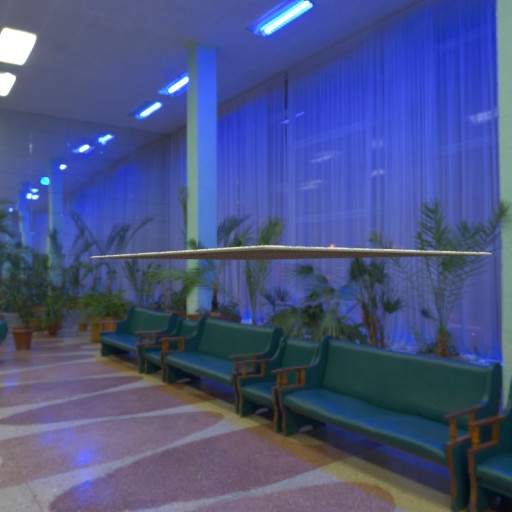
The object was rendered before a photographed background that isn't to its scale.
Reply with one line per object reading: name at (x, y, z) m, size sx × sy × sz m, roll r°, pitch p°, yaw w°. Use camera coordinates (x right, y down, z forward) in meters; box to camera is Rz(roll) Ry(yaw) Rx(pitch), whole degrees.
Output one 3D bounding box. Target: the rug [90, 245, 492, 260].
rug at (0.000, 0.000, 3.478) m, size 1.819 × 0.018 × 2.746 m, roll 1°, pitch -2°, yaw -35°
